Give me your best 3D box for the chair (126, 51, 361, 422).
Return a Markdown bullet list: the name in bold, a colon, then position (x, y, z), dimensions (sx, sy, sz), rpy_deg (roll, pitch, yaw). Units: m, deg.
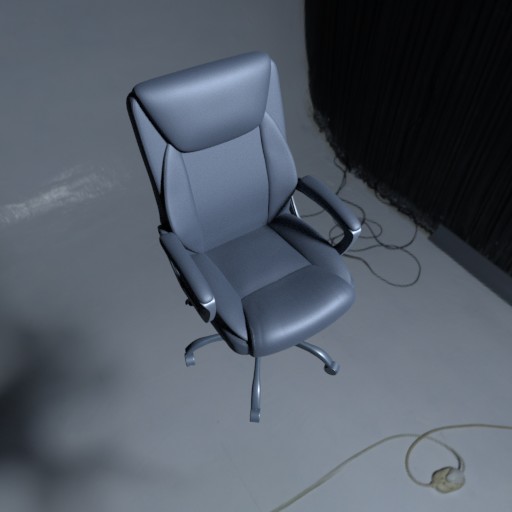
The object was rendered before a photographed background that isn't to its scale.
- **chair**: position (0.000, 0.000, 1.476), dimensions (0.615, 1.072, 0.655), rpy_deg (-25, 53, -20)
